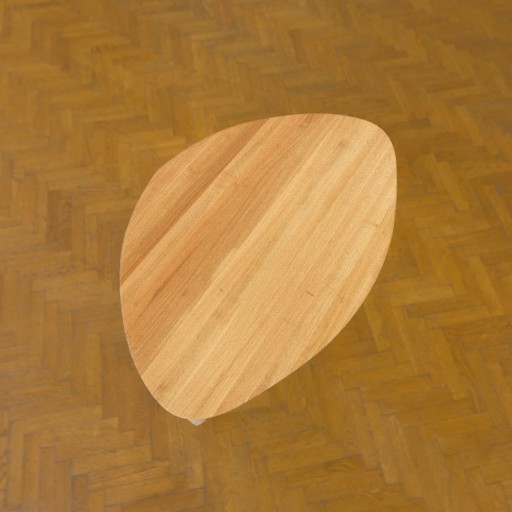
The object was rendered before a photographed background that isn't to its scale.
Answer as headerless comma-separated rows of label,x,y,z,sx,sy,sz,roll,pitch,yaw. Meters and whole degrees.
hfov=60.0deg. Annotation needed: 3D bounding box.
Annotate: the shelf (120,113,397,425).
shelf,0.000,0.000,1.678,0.845,0.440,1.246,31,68,14
